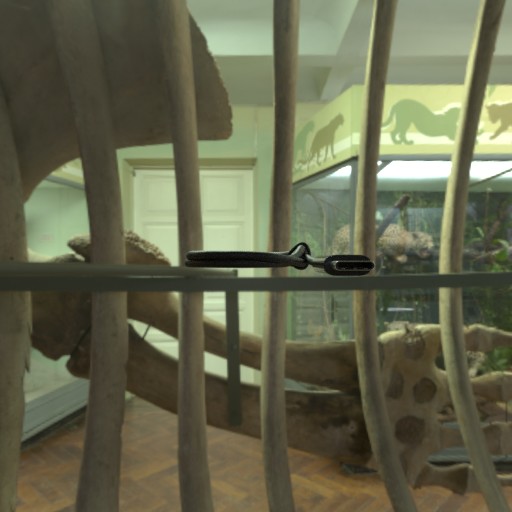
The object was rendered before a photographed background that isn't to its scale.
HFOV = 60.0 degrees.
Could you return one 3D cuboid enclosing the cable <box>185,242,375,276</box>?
[{"bbox_3d":[0.000,0.000,0.223,0.070,0.014,0.203,0,0,0],"label":"cable"}]
